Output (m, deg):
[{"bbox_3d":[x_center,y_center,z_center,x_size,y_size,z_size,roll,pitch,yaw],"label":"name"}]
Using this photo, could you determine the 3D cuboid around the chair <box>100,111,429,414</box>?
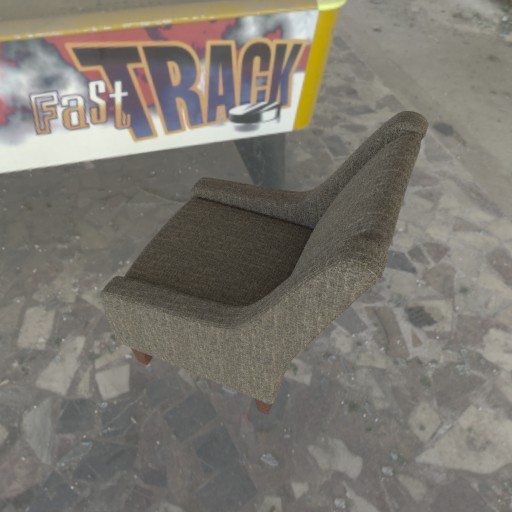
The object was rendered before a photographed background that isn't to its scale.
[{"bbox_3d":[0.000,0.000,1.714,0.944,1.012,0.793,17,48,16],"label":"chair"}]
